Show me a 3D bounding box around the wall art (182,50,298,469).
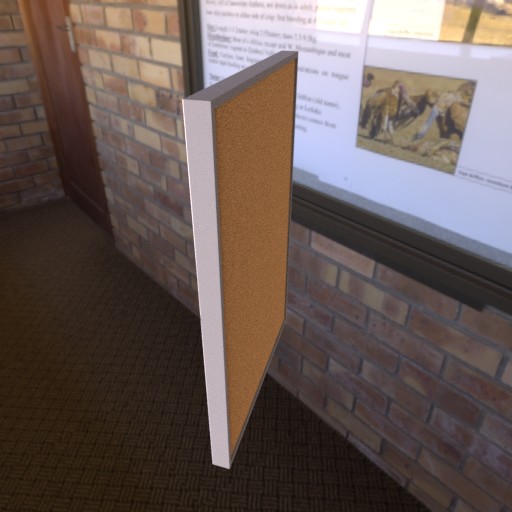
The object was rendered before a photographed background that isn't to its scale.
[{"bbox_3d":[0.000,0.000,0.957,0.039,0.753,0.511,9,33,14],"label":"wall art"}]
